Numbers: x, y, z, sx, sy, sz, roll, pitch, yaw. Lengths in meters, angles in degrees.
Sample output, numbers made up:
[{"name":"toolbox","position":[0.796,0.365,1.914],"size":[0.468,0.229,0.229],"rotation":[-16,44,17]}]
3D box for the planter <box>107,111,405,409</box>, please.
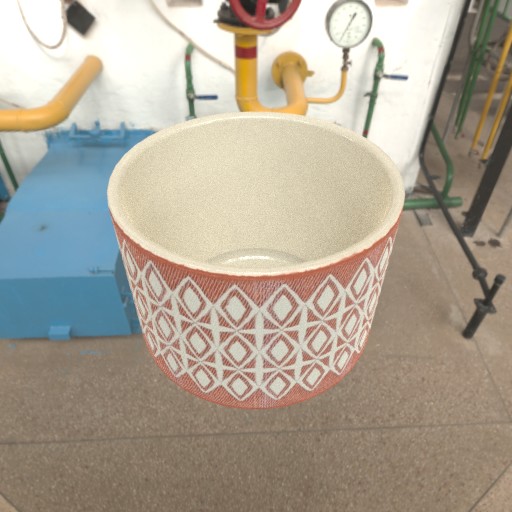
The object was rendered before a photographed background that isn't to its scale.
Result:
[{"name":"planter","position":[0.000,0.000,0.342],"size":[0.192,0.148,0.192],"rotation":[0,42,0]}]
